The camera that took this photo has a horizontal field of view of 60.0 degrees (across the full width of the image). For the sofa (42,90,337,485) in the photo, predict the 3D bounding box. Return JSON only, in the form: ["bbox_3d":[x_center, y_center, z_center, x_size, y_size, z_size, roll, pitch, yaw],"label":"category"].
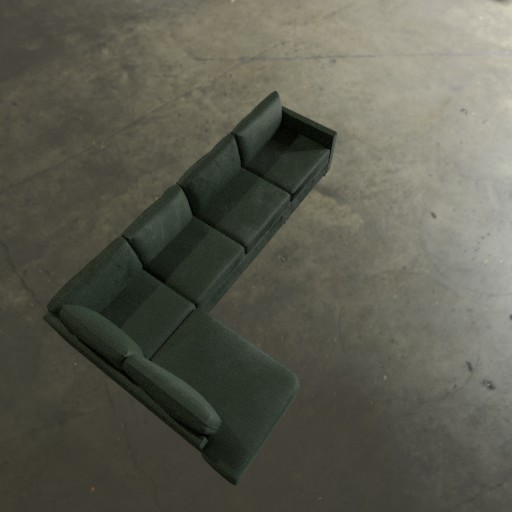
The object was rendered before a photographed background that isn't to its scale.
[{"bbox_3d":[0.000,0.000,4.287,2.048,0.996,3.384,32,64,18],"label":"sofa"}]
